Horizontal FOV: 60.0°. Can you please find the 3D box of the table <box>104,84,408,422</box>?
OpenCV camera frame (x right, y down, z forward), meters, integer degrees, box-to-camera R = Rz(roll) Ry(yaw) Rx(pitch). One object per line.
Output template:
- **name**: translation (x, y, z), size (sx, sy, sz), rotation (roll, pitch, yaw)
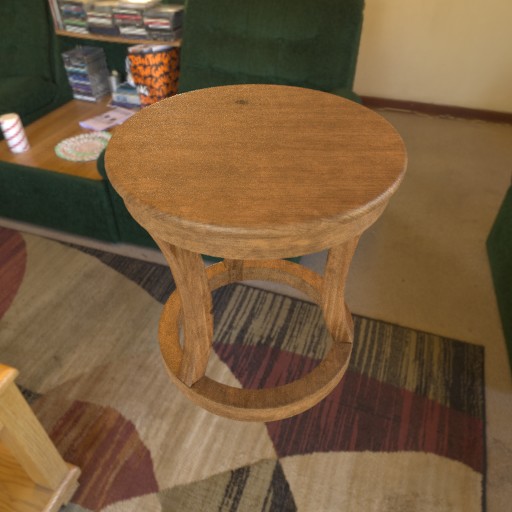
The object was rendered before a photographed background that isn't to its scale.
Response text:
- **table**: translation (0.000, 0.000, 0.797), size (0.432, 0.460, 0.432), rotation (0, 41, 0)
